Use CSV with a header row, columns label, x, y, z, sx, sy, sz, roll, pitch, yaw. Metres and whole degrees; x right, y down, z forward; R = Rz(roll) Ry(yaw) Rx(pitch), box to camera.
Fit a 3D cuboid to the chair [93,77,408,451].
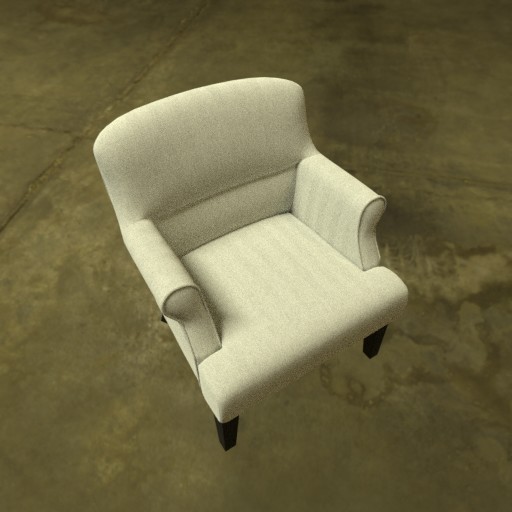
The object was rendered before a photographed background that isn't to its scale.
label,x,y,z,sx,sy,sz,roll,pitch,yaw
chair,0.000,0.000,1.474,0.781,0.875,0.750,-25,50,-23
